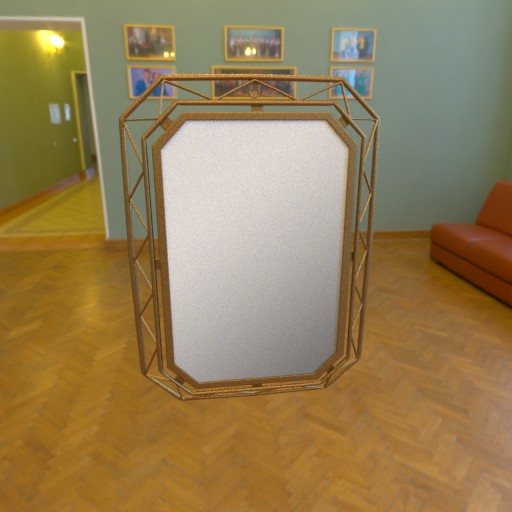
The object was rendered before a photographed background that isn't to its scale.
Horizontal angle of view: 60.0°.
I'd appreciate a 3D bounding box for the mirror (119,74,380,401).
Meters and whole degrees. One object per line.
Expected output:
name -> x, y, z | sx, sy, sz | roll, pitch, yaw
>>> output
mirror -> 0.000, 0.000, 0.739 | 0.417, 0.566, 0.042 | -2, 18, -8
